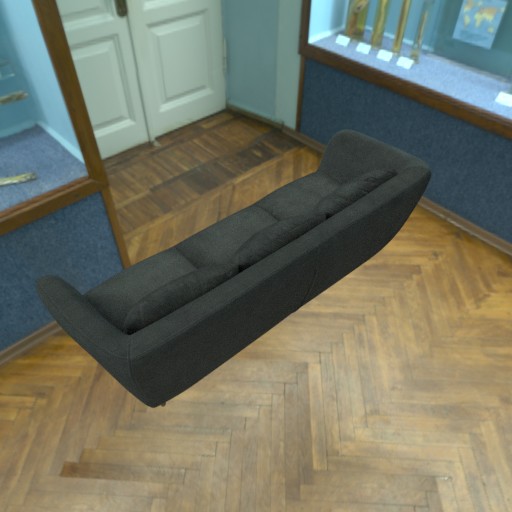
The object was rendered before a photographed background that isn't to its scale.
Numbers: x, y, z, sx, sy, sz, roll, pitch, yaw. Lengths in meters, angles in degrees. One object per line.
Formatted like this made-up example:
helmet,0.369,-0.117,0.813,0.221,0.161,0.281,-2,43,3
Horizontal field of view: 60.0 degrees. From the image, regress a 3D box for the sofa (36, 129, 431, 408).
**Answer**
sofa,0.000,0.000,2.707,2.296,0.875,0.956,-31,53,-27
